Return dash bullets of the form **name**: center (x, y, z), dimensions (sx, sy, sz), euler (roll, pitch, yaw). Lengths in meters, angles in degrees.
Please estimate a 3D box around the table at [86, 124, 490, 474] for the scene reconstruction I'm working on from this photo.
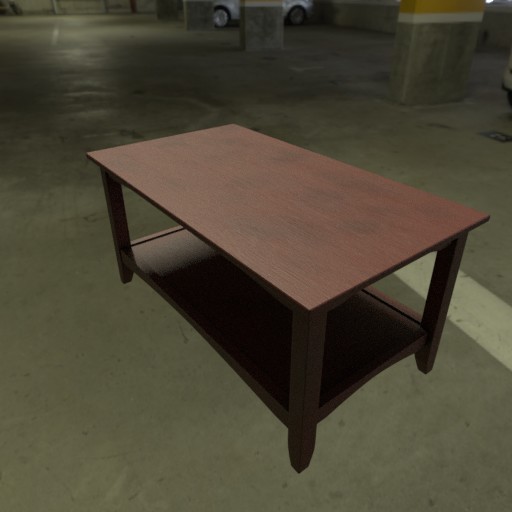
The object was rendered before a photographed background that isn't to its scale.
- **table**: center (0.000, 0.000, 1.237), dimensions (0.533, 0.456, 0.943), euler (-22, 37, -32)
